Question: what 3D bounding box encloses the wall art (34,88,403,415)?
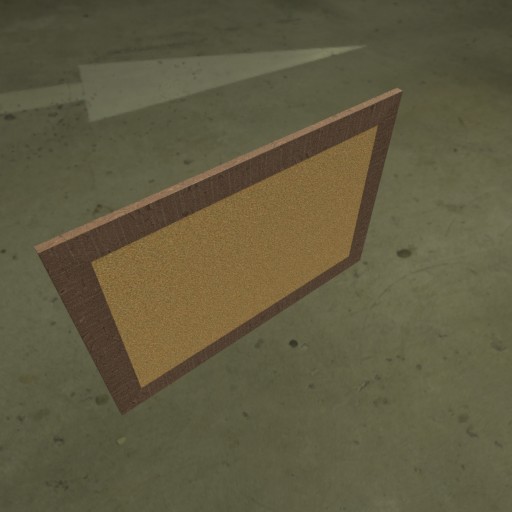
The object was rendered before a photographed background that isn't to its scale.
[{"bbox_3d":[0.000,0.000,1.150,0.917,0.626,0.019,-29,53,-25],"label":"wall art"}]
